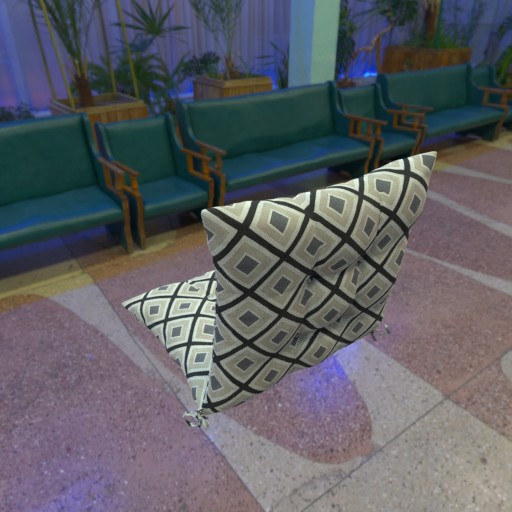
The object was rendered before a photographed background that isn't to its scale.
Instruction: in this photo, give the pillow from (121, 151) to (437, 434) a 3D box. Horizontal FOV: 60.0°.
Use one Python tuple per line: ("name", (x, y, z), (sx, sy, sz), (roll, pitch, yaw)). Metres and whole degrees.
("pillow", (0.000, 0.000, 1.025), (0.541, 0.536, 0.585), (-18, 35, -29))
